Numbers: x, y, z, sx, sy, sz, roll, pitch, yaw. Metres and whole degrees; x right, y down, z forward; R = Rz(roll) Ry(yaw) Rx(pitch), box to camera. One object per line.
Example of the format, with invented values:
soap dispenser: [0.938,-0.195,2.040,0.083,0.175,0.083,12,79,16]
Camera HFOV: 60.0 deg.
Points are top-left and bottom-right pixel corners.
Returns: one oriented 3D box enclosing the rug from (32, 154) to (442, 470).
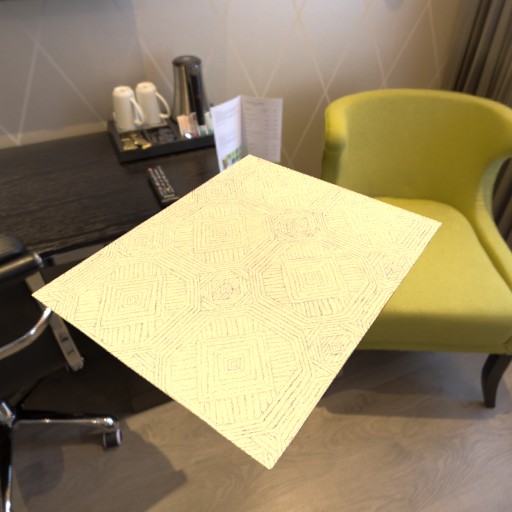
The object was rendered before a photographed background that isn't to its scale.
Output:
rug: [0.000,0.000,4.111,2.457,0.015,3.049,26,47,27]
